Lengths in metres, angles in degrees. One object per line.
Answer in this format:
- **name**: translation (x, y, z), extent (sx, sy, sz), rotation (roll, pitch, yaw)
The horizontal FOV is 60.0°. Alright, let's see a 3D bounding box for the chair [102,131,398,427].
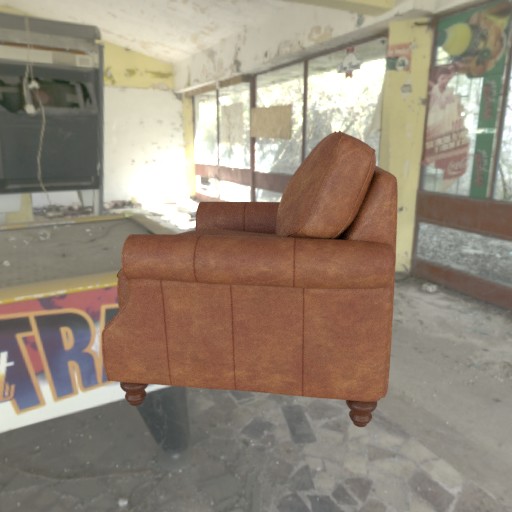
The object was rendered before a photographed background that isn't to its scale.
- **chair**: translation (0.000, 0.000, 1.783), extent (0.986, 0.962, 0.983), rotation (2, 14, 9)
